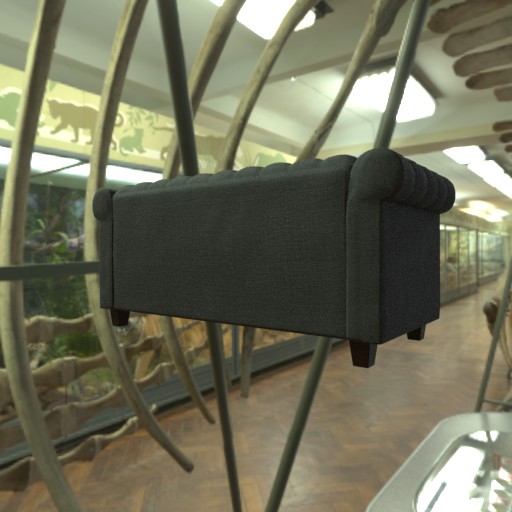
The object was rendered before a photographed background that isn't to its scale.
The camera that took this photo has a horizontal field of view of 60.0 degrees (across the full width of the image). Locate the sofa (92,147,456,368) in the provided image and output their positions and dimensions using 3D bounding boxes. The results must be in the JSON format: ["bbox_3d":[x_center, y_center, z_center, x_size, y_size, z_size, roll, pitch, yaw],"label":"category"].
[{"bbox_3d":[0.000,0.000,2.322,1.798,0.797,0.783,0,1,37],"label":"sofa"}]
